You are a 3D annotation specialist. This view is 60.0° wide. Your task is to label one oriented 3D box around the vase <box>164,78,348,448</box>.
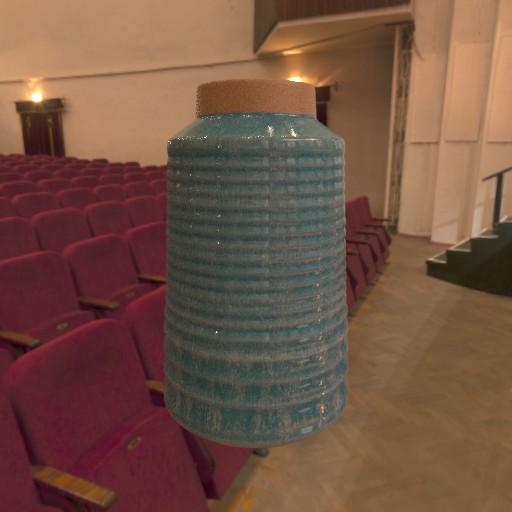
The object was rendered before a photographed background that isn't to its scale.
[{"bbox_3d":[0.000,0.000,0.372,0.163,0.267,0.163,0,13,0],"label":"vase"}]
